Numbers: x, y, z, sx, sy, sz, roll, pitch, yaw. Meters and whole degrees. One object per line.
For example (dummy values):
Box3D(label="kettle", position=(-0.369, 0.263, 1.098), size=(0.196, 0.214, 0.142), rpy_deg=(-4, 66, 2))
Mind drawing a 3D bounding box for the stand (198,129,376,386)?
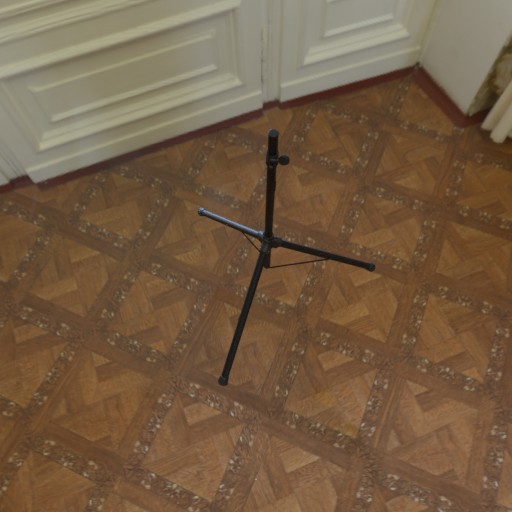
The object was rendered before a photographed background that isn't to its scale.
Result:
Box3D(label="stand", position=(0.000, 0.000, 1.826), size=(1.045, 1.136, 0.907), rpy_deg=(20, 65, 10))
